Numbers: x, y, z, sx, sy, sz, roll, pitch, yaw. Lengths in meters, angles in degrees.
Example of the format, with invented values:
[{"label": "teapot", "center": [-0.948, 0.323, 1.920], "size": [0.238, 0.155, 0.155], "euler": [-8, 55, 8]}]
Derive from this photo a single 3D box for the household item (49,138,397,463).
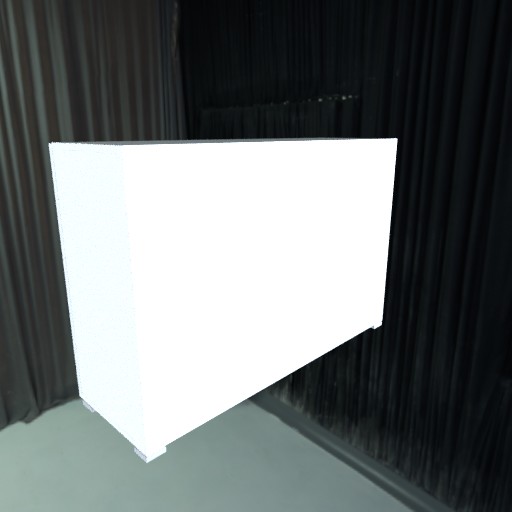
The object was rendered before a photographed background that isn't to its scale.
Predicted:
[{"label": "household item", "center": [0.000, 0.000, 1.715], "size": [0.420, 0.867, 1.300], "euler": [15, 22, 42]}]
